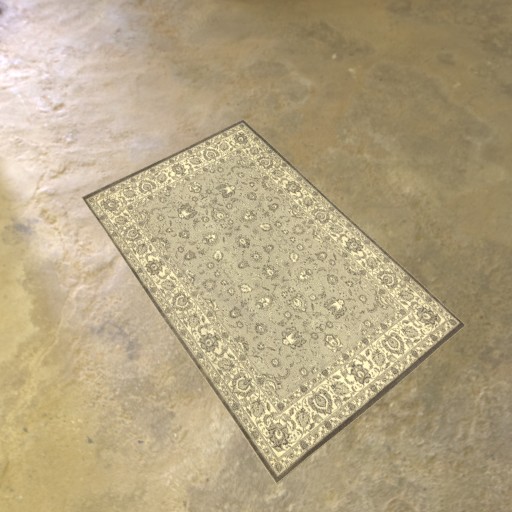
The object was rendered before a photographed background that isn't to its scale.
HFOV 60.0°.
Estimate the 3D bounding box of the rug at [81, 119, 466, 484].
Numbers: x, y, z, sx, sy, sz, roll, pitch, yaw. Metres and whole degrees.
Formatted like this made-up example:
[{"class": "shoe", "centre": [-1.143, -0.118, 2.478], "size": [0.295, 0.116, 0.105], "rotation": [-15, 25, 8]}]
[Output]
[{"class": "rug", "centre": [0.000, 0.000, 3.087], "size": [1.524, 0.011, 2.438], "rotation": [-32, 62, -19]}]
